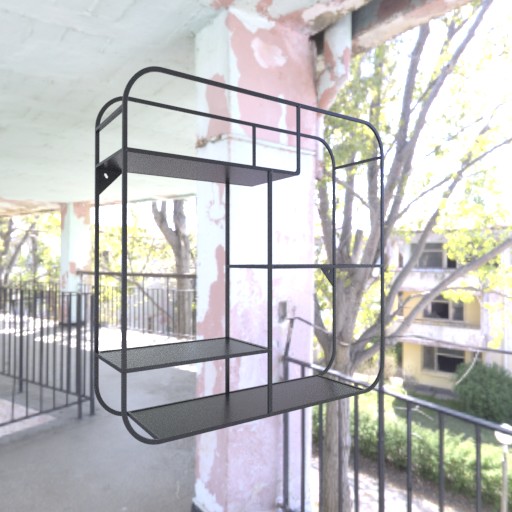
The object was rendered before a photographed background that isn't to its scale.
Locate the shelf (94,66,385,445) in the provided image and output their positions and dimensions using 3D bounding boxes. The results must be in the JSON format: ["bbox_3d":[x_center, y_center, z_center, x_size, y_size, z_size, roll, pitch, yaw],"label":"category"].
[{"bbox_3d":[0.000,0.000,0.906,0.600,0.600,0.160,0,-1,-35],"label":"shelf"}]
